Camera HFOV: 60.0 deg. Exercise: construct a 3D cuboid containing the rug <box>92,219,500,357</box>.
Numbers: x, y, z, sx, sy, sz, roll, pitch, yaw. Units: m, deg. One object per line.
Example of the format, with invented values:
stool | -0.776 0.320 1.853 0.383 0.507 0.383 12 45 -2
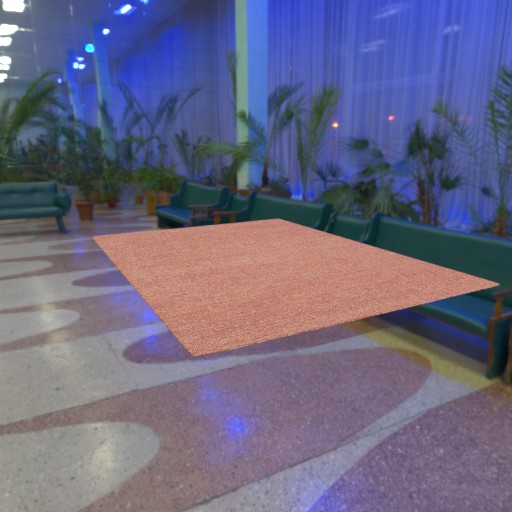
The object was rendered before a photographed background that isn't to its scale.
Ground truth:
rug | 0.000 0.000 2.697 1.594 0.009 2.112 -8 17 -27
